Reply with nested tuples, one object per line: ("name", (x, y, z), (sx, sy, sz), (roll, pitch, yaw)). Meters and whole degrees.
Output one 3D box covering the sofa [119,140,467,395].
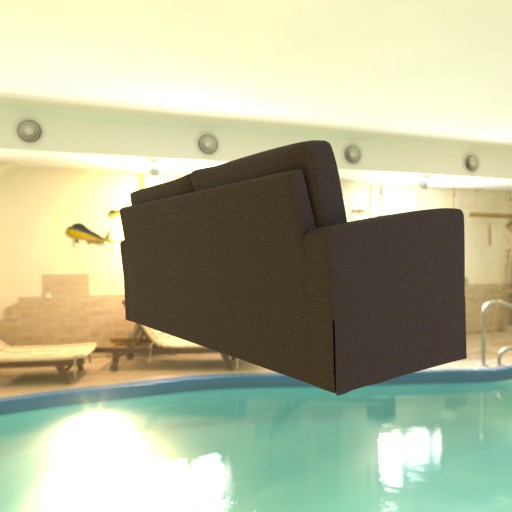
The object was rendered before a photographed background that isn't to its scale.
("sofa", (0.000, 0.000, 2.325), (0.898, 0.839, 1.852), (-1, 1, -36))
